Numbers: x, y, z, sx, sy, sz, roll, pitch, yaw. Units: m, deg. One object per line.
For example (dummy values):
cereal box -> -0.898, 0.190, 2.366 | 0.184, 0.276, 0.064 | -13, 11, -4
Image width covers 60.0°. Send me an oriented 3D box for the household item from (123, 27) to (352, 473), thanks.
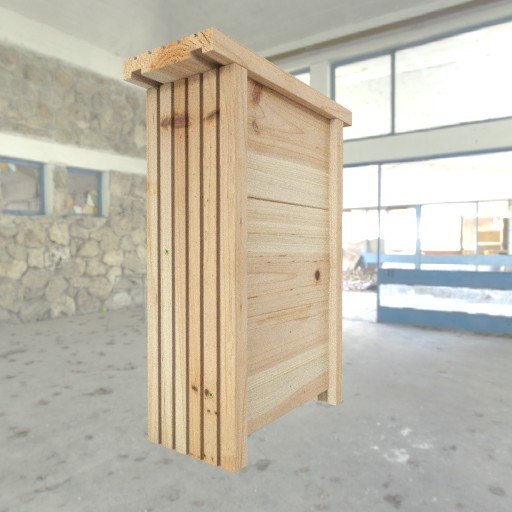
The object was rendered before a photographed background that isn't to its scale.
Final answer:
household item -> 0.000, 0.000, 0.548 | 0.123, 0.407, 0.301 | 1, 1, 36
